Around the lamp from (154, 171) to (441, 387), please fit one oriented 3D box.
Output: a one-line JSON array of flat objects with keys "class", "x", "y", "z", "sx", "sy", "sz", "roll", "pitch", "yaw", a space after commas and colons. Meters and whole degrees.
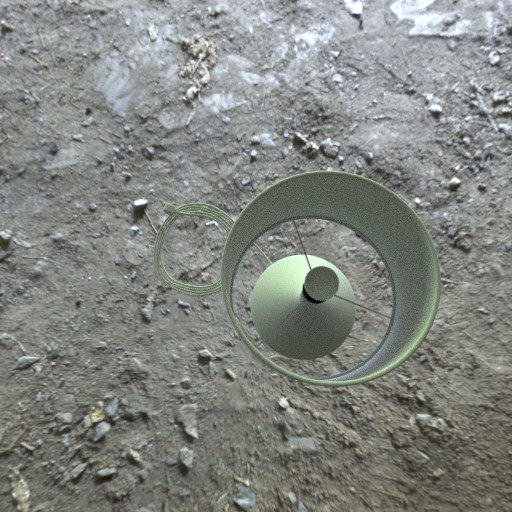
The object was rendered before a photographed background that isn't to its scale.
[{"class": "lamp", "x": 0.000, "y": 0.000, "z": 0.852, "sx": 0.401, "sy": 0.457, "sz": 0.546, "roll": -30, "pitch": 78, "yaw": -7}]
